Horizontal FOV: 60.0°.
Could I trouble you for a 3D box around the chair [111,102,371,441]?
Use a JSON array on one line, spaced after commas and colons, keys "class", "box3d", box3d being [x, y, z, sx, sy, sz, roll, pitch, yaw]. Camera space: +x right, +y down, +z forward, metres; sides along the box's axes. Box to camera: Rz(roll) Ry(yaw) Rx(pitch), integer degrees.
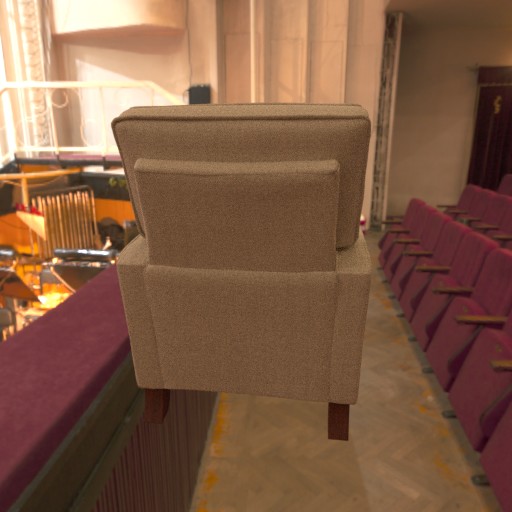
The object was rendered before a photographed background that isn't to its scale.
[{"class": "chair", "box3d": [0.000, 0.000, 1.410, 0.648, 0.888, 0.754, 2, 15, 8]}]
